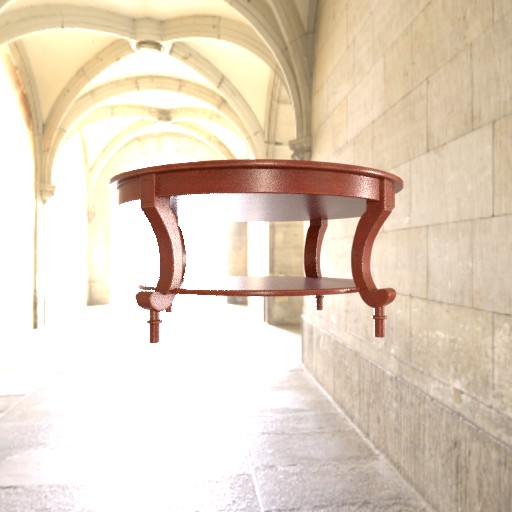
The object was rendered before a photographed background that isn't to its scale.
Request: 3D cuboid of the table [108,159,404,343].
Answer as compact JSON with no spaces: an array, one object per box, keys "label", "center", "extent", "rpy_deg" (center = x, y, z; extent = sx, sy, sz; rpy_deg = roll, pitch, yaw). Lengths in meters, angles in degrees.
[{"label":"table","center":[0.000,0.000,1.618],"extent":[1.029,0.486,1.029],"rpy_deg":[0,0,0]}]
